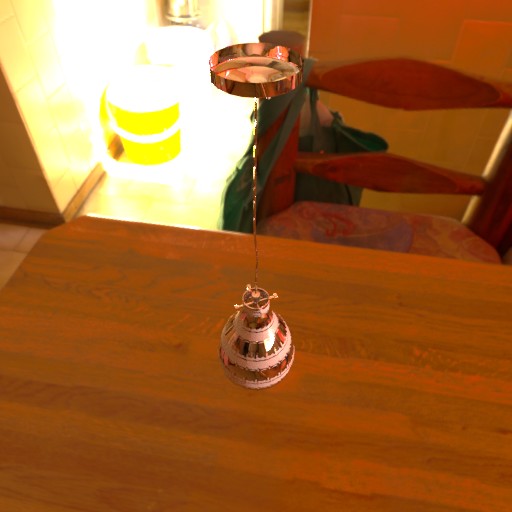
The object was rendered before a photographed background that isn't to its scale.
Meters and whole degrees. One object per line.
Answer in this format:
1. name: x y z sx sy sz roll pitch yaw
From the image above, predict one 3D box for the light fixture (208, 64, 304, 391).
1. light fixture: 0.000 0.000 1.672 0.374 1.457 0.374 -15 48 -14
